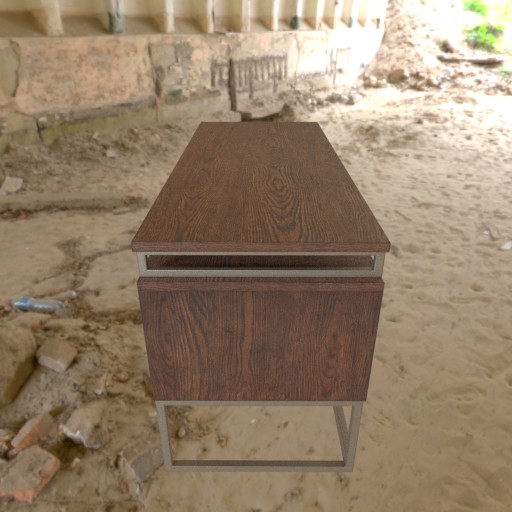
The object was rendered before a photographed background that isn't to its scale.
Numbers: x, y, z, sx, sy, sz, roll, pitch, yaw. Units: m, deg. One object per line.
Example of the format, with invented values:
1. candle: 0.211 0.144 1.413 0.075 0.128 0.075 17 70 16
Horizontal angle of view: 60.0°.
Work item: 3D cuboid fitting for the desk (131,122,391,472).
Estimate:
1. desk: 0.000 0.000 1.788 0.610 0.792 1.384 0 28 0
